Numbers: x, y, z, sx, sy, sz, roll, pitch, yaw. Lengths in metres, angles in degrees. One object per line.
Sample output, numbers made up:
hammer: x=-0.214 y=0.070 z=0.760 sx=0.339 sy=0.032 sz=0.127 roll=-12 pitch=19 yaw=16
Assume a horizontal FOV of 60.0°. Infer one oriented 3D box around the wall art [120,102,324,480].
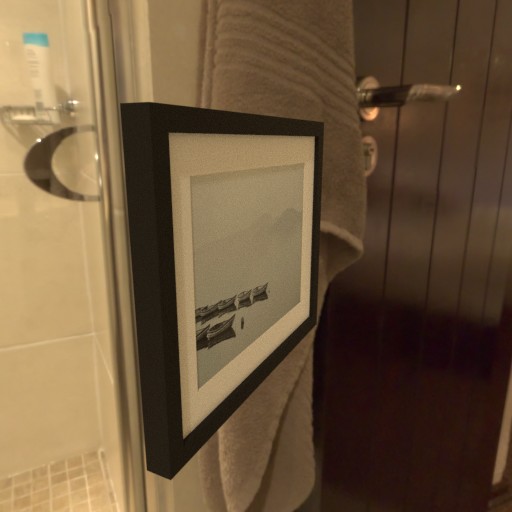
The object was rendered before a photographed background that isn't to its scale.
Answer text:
wall art: x=0.000 y=0.000 z=0.538 sx=0.028 sy=0.325 sz=0.397 roll=7 pitch=16 yaw=26
